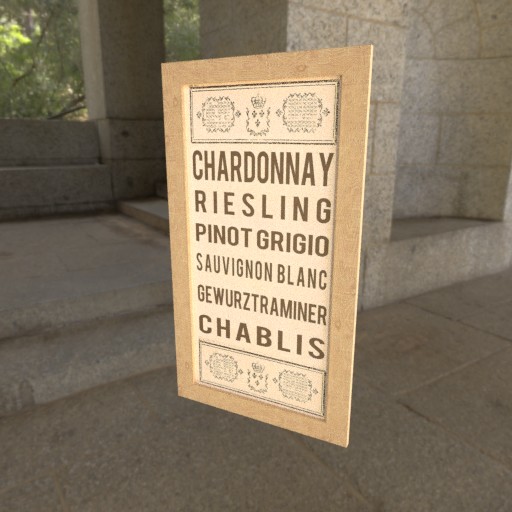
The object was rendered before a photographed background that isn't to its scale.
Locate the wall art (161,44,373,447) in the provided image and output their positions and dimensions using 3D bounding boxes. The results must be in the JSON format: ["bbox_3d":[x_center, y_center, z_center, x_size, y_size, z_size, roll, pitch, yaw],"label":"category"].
[{"bbox_3d":[0.000,0.000,0.818,0.381,0.683,0.013,7,17,26],"label":"wall art"}]
